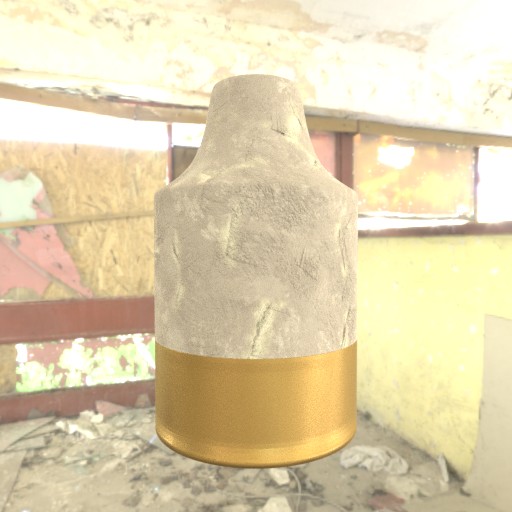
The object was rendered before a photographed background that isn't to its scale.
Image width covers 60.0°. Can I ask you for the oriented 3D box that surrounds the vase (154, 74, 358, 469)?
[{"bbox_3d":[0.000,0.000,0.410,0.184,0.305,0.184,0,2,0],"label":"vase"}]
